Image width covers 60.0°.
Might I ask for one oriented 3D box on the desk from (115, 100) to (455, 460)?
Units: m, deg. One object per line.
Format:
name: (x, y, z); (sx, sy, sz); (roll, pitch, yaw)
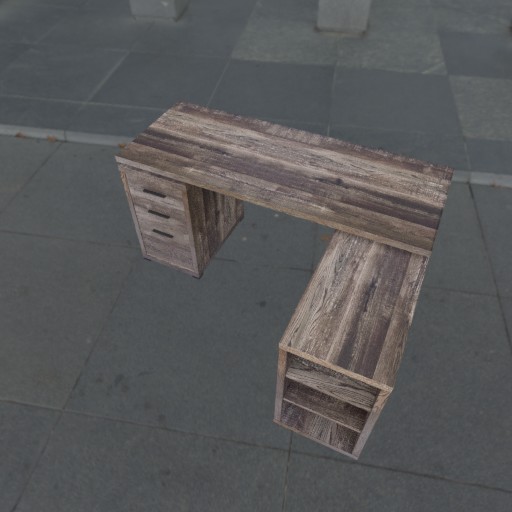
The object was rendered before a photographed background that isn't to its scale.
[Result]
desk: (0.000, 0.000, 2.234); (1.524, 0.753, 1.200); (19, 50, 17)
